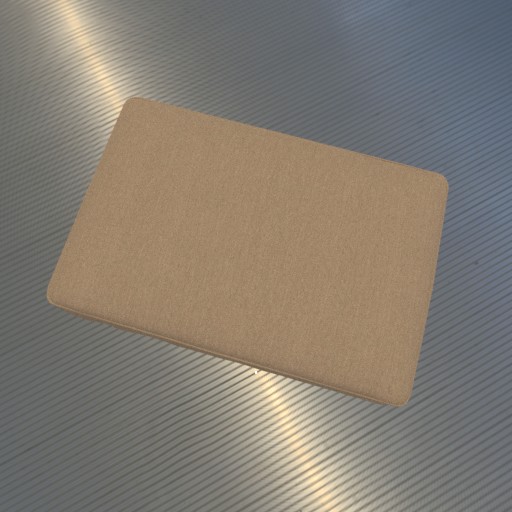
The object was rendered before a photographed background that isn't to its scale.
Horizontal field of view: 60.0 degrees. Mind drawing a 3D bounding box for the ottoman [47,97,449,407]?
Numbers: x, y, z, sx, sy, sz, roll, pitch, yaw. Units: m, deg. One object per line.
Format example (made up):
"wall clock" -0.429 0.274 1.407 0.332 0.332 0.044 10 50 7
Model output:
"ottoman" 0.000 0.000 1.330 0.945 0.521 0.636 15 76 4
